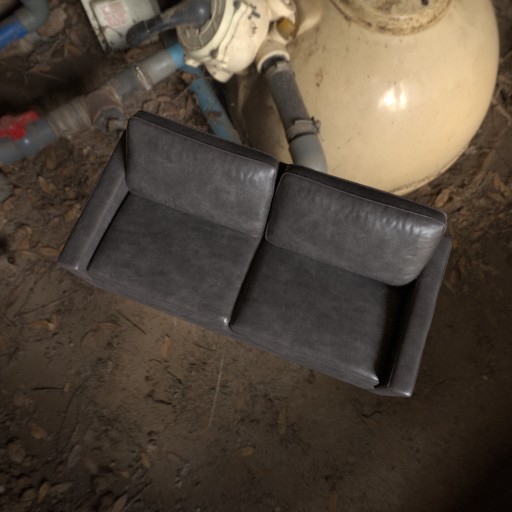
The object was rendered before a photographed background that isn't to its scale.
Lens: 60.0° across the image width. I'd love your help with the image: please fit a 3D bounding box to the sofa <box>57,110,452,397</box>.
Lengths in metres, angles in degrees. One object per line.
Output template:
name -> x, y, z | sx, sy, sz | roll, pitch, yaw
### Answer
sofa -> 0.000, 0.000, 2.605 | 2.081, 0.916, 0.939 | 20, 75, 6
